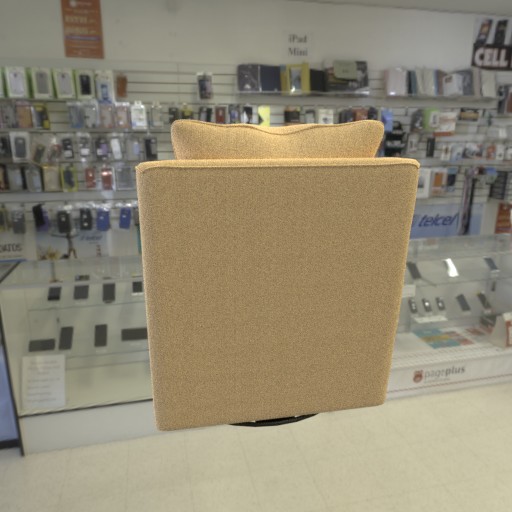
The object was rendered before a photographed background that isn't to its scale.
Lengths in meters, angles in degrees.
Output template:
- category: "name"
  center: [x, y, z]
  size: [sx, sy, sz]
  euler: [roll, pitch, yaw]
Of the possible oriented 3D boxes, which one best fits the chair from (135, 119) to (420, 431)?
- category: "chair"
  center: [0.000, 0.000, 1.606]
  size: [0.760, 0.927, 0.876]
  euler: [-3, 16, -11]
